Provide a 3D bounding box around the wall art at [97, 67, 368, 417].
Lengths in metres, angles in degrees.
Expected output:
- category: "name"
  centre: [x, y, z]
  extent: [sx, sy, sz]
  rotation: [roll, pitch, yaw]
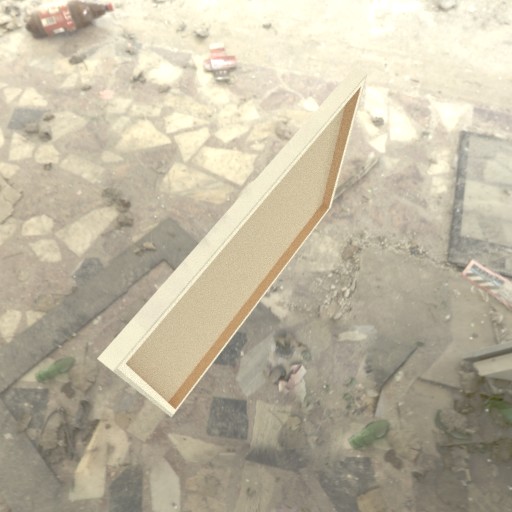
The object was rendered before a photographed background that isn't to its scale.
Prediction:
- category: "wall art"
  centre: [0.000, 0.000, 1.222]
  extent: [0.038, 0.610, 0.915]
  rotation: [32, 67, 15]
